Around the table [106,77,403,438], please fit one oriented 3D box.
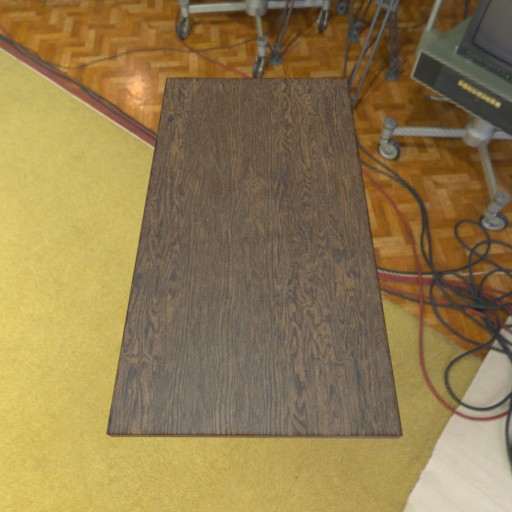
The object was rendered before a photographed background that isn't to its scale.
[{"bbox_3d":[0.000,0.000,2.456,1.078,0.795,1.989,0,59,0],"label":"table"}]
